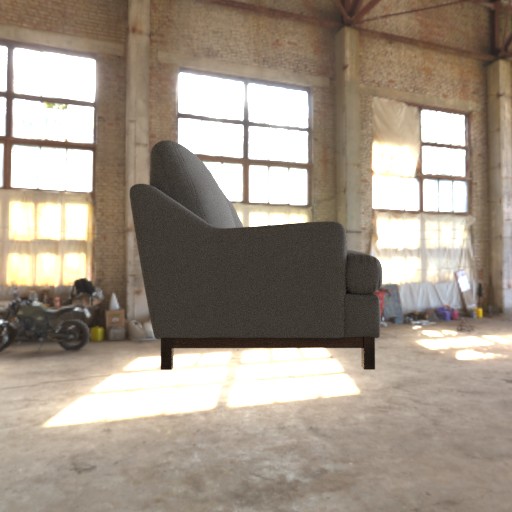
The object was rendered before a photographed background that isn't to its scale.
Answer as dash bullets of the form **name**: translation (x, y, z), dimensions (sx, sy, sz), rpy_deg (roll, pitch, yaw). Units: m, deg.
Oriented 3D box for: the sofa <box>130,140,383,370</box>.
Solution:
- **sofa**: translation (0.000, 0.000, 2.836), dimensions (0.987, 0.926, 2.344), rpy_deg (0, -2, 0)
